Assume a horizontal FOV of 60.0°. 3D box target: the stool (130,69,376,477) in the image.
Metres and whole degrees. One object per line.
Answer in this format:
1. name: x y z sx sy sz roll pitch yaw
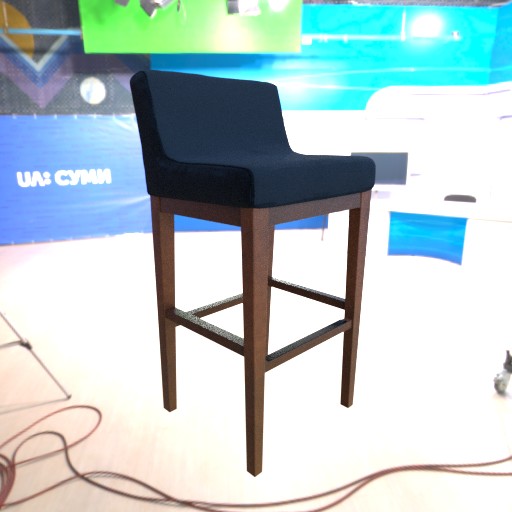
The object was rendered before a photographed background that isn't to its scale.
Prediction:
1. stool: 0.000 0.000 1.331 0.511 1.037 0.500 -15 21 -43
